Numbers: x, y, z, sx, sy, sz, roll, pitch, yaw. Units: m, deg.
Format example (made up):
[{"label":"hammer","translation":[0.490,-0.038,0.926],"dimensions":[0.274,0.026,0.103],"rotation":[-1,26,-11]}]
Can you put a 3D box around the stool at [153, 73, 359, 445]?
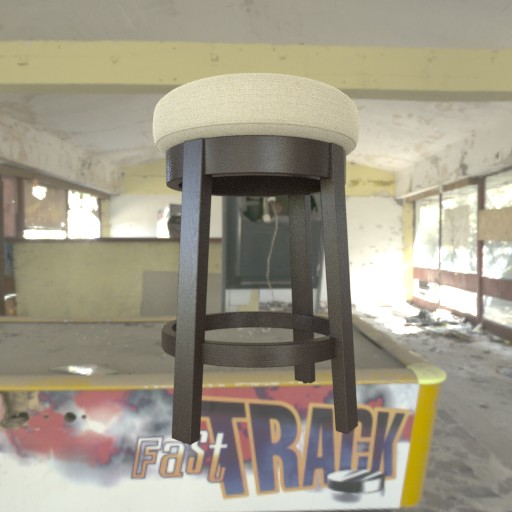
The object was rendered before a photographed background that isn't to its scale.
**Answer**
[{"label":"stool","translation":[0.000,0.000,0.952],"dimensions":[0.449,0.655,0.449],"rotation":[0,1,0]}]
